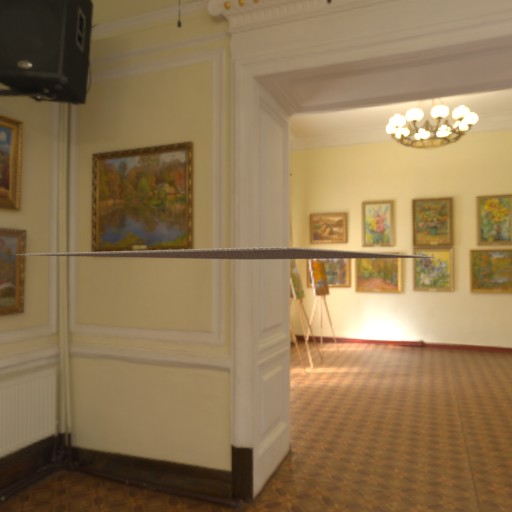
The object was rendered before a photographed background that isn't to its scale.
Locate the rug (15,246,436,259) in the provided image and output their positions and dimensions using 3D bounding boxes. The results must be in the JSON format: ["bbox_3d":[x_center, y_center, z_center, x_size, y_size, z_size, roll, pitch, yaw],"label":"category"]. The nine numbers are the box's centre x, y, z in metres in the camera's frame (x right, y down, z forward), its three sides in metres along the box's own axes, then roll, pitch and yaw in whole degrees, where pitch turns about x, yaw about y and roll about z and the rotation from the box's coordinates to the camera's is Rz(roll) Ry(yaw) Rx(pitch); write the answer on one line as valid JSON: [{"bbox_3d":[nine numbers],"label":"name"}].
[{"bbox_3d":[0.000,0.000,3.954,2.380,0.013,3.051,-1,-1,34],"label":"rug"}]
